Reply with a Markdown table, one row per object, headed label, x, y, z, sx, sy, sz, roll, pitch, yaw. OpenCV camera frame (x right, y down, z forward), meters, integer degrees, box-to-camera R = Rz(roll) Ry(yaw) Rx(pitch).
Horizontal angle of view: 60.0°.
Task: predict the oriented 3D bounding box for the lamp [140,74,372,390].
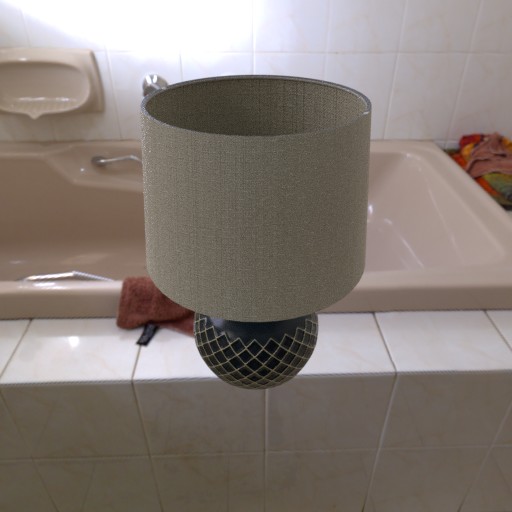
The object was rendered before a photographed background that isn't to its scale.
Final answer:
| label | x | y | z | sx | sy | sz | roll | pitch | yaw |
| --- | --- | --- | --- | --- | --- | --- | --- | --- | --- |
| lamp | 0.000 | 0.000 | 0.784 | 0.376 | 0.540 | 0.376 | 0 | 34 | 0 |
